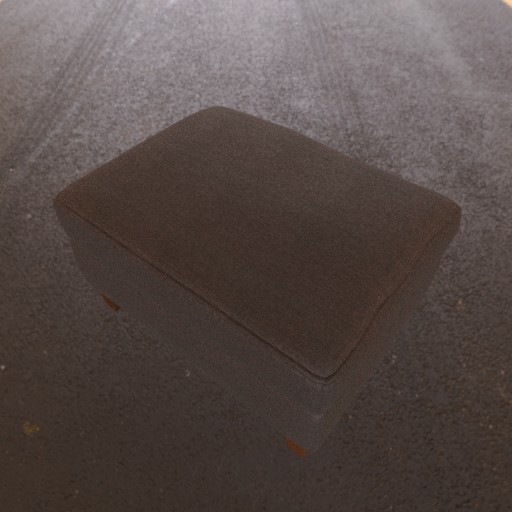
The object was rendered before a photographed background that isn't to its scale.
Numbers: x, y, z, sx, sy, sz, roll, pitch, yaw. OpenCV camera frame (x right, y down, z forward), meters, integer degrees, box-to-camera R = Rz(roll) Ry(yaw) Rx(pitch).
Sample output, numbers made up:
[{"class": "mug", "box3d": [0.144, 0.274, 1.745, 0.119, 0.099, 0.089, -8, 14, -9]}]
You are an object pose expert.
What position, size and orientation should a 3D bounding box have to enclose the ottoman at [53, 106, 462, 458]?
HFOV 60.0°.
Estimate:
[{"class": "ottoman", "box3d": [0.000, 0.000, 1.209, 0.826, 0.496, 0.639, 30, 53, 25]}]
